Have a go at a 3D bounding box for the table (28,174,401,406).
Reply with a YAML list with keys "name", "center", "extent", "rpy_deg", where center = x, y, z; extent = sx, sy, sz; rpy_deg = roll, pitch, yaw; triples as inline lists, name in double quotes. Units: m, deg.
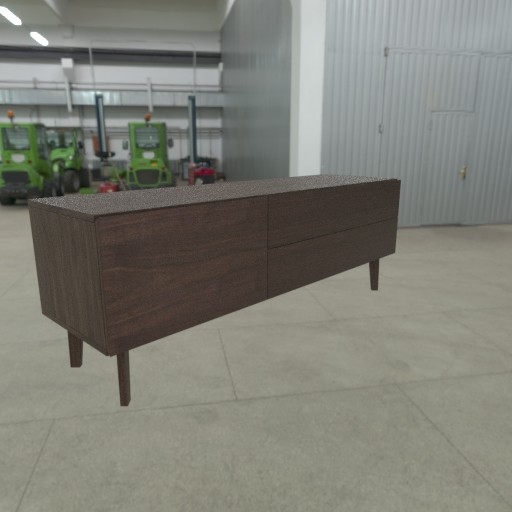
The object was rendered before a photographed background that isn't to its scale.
- name: "table"
  center: [0.000, 0.000, 1.636]
  extent: [0.405, 0.508, 1.397]
  rpy_deg: [13, 20, 42]
